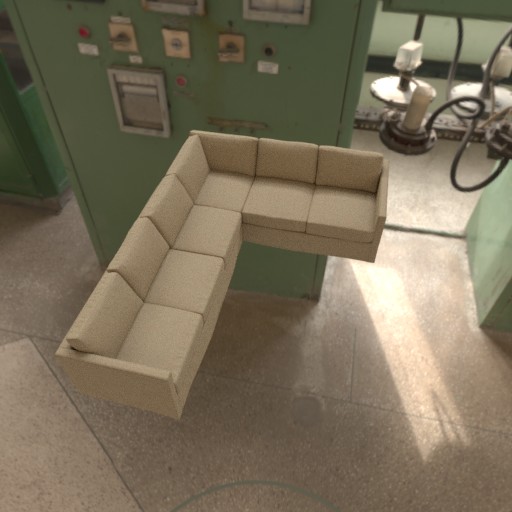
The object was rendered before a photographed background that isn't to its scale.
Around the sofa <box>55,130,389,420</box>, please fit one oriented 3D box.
[{"bbox_3d":[0.000,0.000,4.415,2.432,0.871,3.182,10,48,9],"label":"sofa"}]
